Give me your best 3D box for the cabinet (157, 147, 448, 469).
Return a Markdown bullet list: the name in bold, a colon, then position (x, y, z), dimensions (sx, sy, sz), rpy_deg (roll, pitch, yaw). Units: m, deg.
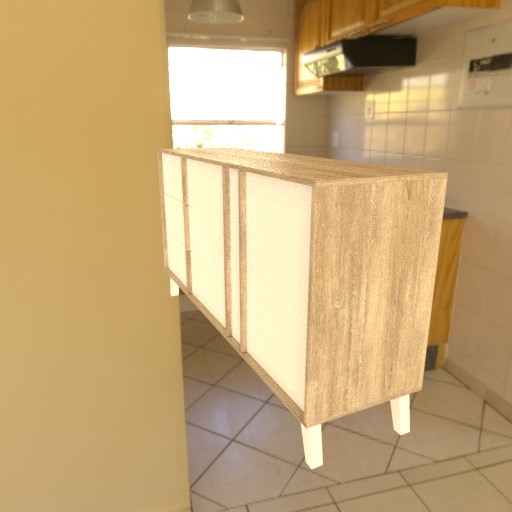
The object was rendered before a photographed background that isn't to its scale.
- **cabinet**: position (0.000, 0.000, 1.990), dimensions (0.450, 0.870, 1.600), rpy_deg (-8, 18, -25)
